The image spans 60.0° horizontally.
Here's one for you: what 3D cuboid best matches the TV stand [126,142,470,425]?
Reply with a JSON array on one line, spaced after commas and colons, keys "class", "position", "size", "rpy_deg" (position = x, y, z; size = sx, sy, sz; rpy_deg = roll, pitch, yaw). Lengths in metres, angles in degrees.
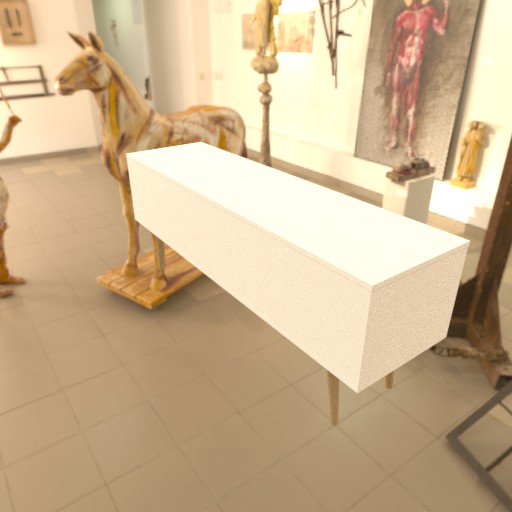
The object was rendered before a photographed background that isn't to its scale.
[{"class": "TV stand", "position": [0.000, 0.000, 1.692], "size": [0.401, 0.560, 1.398], "rpy_deg": [-19, 33, -32]}]
